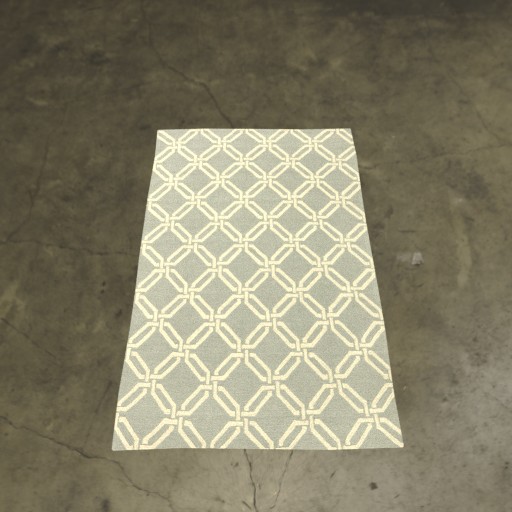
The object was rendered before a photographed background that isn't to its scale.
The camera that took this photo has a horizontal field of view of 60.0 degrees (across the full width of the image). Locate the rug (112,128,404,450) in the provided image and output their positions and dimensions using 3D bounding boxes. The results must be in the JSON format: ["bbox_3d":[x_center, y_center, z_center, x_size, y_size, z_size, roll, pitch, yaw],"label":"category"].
[{"bbox_3d":[0.000,0.000,2.167,1.148,0.010,1.754,-1,59,0],"label":"rug"}]
